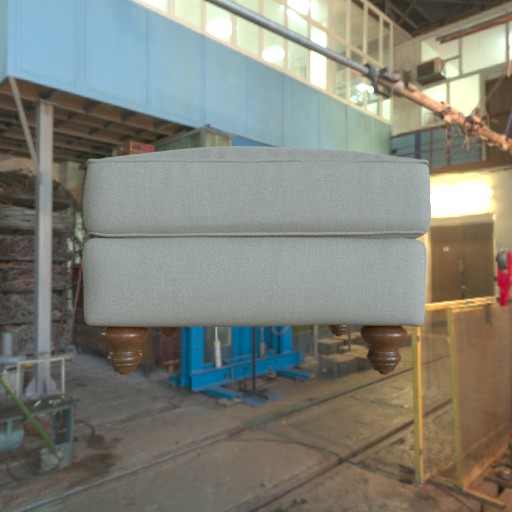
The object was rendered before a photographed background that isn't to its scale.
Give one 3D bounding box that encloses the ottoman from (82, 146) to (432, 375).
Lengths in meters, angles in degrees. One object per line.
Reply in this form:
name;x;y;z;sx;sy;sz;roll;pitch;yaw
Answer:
ottoman;0.000;0.000;1.179;0.716;0.505;0.662;0;-1;0
